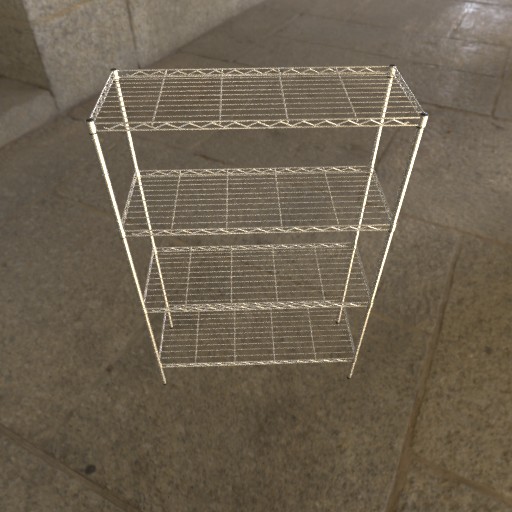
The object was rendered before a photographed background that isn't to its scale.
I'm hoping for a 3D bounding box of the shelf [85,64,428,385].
[{"bbox_3d":[0.000,0.000,1.763,0.907,1.360,0.352,-1,45,-1],"label":"shelf"}]
